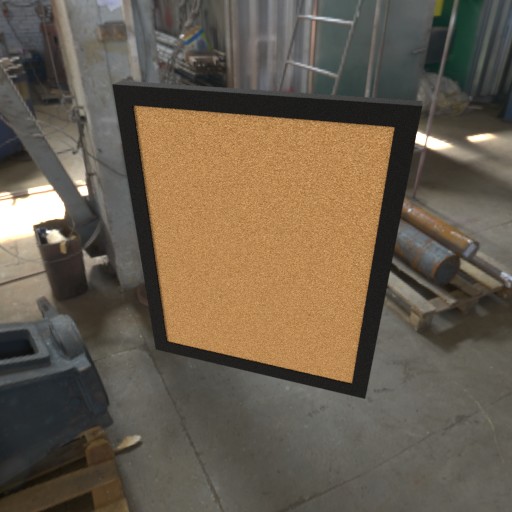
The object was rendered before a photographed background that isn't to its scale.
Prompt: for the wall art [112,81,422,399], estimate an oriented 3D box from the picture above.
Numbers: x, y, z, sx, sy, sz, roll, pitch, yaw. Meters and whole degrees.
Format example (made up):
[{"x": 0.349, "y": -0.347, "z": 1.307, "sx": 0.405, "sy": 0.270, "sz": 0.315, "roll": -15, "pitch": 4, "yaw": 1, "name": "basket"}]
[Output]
[{"x": 0.000, "y": 0.000, "z": 0.788, "sx": 0.457, "sy": 0.559, "sz": 0.029, "roll": 9, "pitch": 33, "yaw": 15, "name": "wall art"}]
